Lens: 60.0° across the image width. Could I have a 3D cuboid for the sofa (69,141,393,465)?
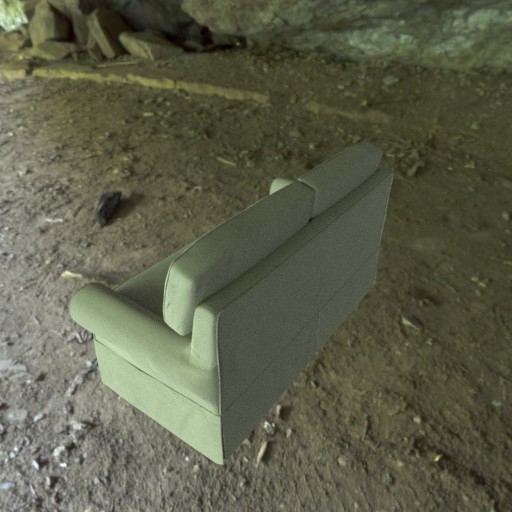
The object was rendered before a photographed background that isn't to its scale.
[{"bbox_3d":[0.000,0.000,2.434,0.841,1.024,1.823,21,38,30],"label":"sofa"}]
